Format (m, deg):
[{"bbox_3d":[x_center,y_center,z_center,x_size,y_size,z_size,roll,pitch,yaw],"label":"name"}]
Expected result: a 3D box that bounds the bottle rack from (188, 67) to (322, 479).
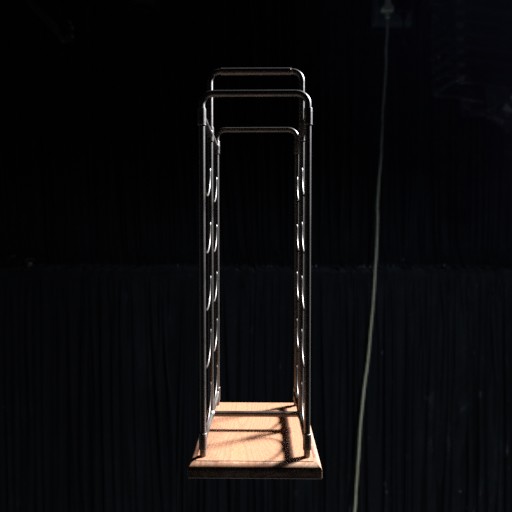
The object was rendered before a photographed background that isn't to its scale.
[{"bbox_3d":[0.000,0.000,0.811,0.208,0.680,0.276,0,2,1],"label":"bottle rack"}]
